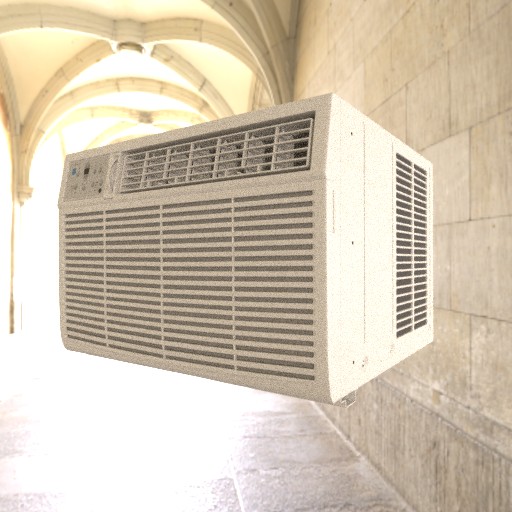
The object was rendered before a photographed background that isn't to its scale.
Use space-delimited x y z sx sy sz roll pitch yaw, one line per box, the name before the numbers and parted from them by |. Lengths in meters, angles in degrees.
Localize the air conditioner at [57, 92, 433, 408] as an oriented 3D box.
air conditioner | 0.000 0.000 1.023 0.645 0.455 0.599 0 0 35
